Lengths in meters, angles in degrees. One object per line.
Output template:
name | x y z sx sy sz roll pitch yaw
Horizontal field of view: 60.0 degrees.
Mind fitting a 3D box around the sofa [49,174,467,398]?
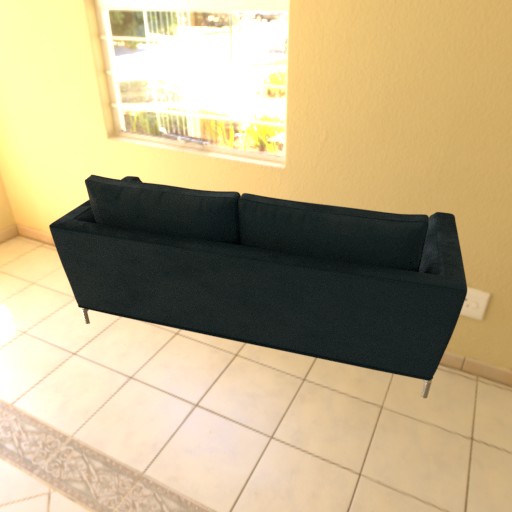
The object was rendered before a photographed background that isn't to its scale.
sofa | 0.000 0.000 2.688 2.212 0.998 0.853 9 32 15
